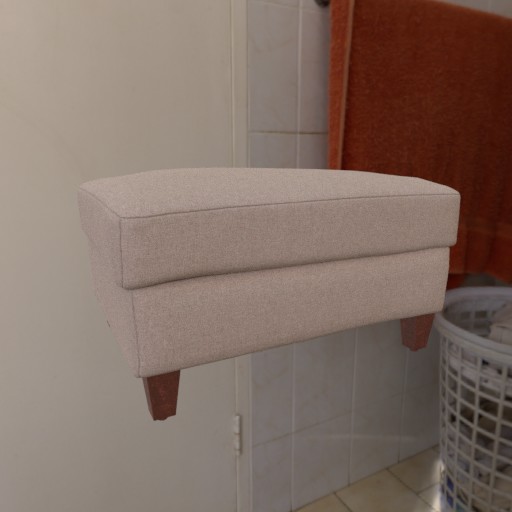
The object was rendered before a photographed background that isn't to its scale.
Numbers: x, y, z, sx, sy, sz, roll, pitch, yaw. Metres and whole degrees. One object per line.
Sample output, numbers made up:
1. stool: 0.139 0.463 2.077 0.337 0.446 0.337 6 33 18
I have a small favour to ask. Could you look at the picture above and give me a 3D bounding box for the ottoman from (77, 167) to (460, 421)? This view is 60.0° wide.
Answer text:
1. ottoman: 0.000 0.000 1.295 0.902 0.511 0.692 -7 15 -26
